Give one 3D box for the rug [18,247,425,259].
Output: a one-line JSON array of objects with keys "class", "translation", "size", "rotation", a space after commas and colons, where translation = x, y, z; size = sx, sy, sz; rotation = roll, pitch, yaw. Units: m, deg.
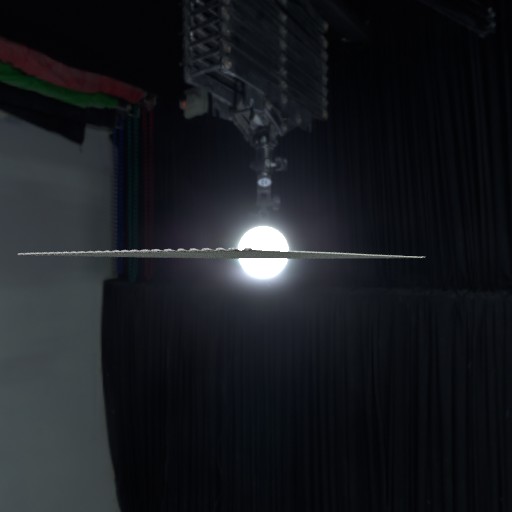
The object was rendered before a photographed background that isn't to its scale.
[{"class": "rug", "translation": [0.000, 0.000, 3.786], "size": [2.030, 0.017, 3.040], "rotation": [-1, -1, 35]}]
